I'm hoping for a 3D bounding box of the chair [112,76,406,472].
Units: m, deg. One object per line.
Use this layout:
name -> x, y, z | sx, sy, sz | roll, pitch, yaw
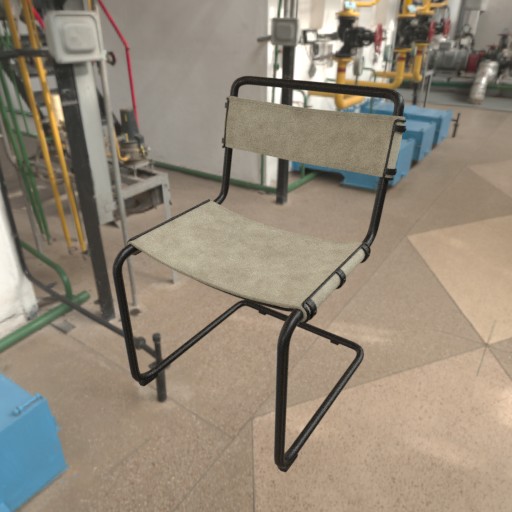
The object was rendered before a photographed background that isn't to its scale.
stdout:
chair -> 0.000, 0.000, 1.078 | 0.499, 0.747, 0.497 | 19, 34, 30
